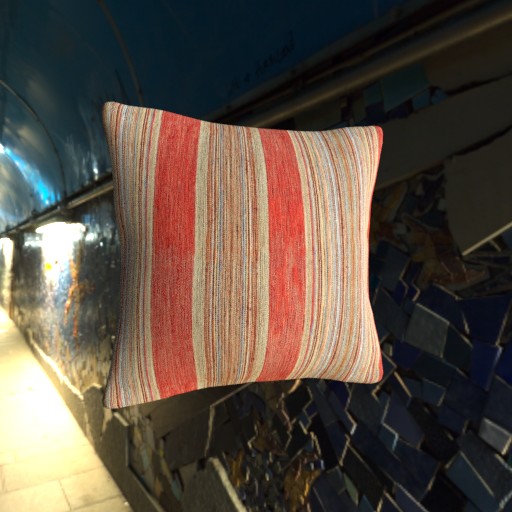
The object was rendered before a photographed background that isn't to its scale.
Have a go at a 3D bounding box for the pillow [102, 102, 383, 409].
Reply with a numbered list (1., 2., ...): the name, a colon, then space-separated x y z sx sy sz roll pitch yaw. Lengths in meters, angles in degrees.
1. pillow: 0.000 0.000 0.662 0.437 0.419 0.136 0 1 -17
